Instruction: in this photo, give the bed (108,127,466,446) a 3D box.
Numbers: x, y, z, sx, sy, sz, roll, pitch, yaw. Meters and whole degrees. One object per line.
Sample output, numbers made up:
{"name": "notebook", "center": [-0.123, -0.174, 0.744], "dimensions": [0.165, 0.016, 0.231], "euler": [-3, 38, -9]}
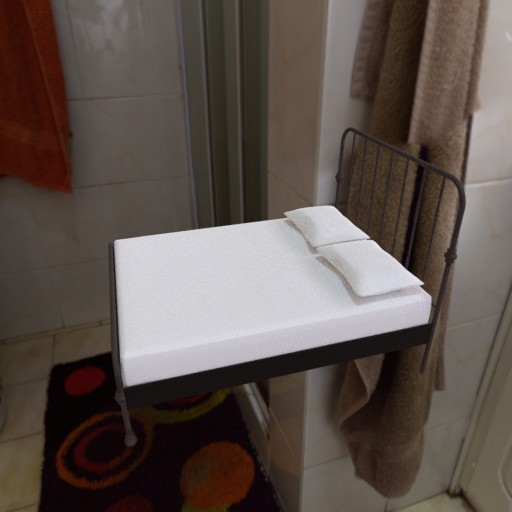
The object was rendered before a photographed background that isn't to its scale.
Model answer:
{"name": "bed", "center": [0.000, 0.000, 3.253], "dimensions": [2.134, 1.446, 1.616], "euler": [-8, 30, -15]}
